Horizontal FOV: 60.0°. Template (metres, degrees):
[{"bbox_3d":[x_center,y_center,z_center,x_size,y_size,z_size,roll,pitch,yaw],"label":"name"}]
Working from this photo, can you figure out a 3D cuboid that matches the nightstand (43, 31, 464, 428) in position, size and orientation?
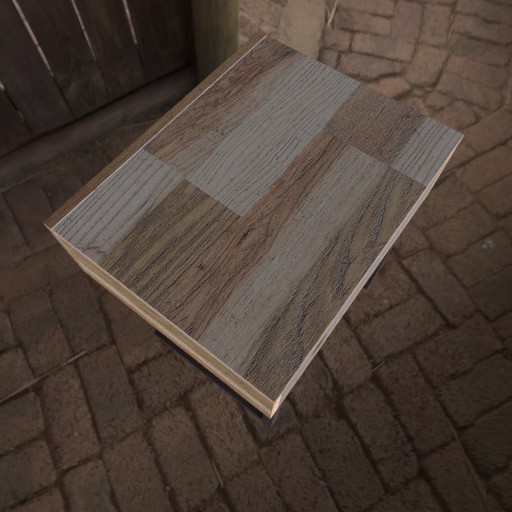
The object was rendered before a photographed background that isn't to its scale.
[{"bbox_3d":[0.000,0.000,1.012,0.481,0.632,0.558,34,68,16],"label":"nightstand"}]
